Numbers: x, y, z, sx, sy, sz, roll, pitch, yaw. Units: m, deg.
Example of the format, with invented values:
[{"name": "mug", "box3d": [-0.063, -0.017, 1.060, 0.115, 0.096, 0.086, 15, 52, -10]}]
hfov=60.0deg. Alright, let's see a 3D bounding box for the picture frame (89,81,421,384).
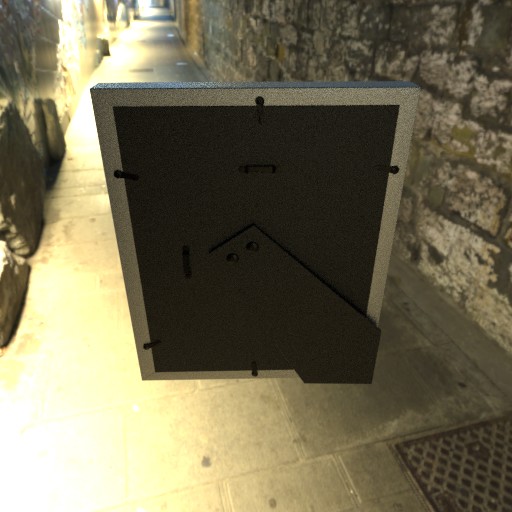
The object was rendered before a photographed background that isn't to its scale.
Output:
[{"name": "picture frame", "box3d": [0.000, 0.000, 0.388, 0.233, 0.282, 0.036, -1, 30, -1]}]
